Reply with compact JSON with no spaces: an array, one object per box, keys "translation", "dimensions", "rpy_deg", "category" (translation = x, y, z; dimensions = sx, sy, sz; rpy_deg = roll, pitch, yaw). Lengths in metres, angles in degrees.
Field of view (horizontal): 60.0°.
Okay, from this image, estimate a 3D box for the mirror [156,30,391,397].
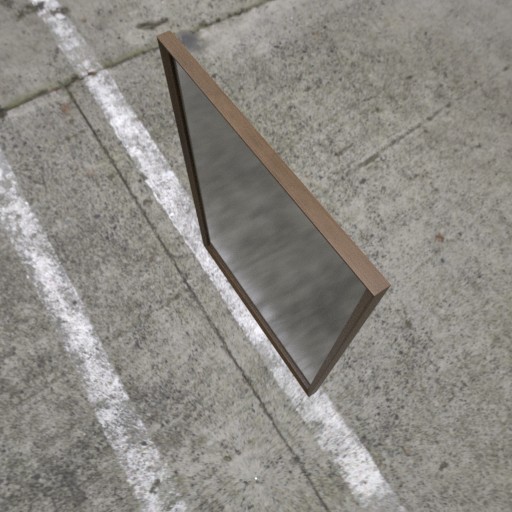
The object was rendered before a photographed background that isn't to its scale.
[{"translation":[0.000,0.000,1.326],"dimensions":[0.041,1.016,0.762],"rpy_deg":[-31,67,-14],"category":"mirror"}]
